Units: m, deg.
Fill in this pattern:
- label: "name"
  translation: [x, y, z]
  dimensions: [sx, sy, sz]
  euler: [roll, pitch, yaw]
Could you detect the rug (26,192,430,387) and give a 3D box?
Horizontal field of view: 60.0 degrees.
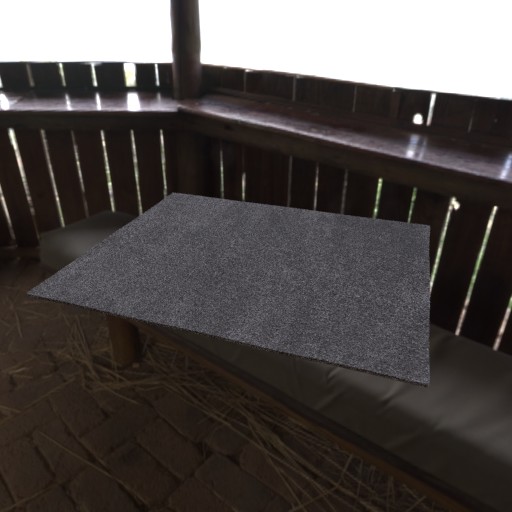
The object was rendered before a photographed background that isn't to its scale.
- label: "rug"
  translation: [0.000, 0.000, 4.043]
  dimensions: [3.000, 0.025, 2.401]
  euler: [9, 30, 17]
